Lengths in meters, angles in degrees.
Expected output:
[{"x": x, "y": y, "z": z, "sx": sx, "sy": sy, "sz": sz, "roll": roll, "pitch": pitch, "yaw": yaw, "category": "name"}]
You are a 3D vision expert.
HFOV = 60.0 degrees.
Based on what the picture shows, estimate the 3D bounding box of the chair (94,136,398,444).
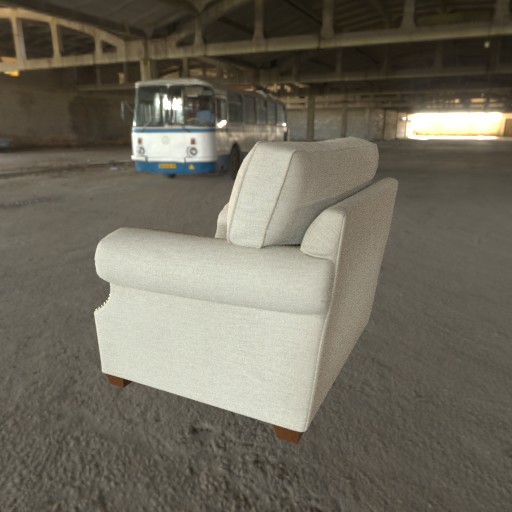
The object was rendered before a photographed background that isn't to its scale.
[{"x": 0.000, "y": 0.000, "z": 1.851, "sx": 0.965, "sy": 0.961, "sz": 1.092, "roll": 8, "pitch": 18, "yaw": 25, "category": "chair"}]
